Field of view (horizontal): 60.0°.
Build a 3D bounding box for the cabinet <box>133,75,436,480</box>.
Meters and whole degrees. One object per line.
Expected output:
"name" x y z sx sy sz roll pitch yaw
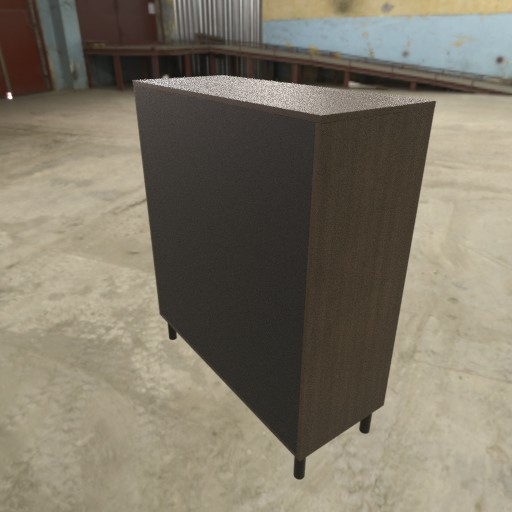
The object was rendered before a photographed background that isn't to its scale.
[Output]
"cabinet" 0.000 0.000 1.648 0.400 1.170 1.010 -18 31 -32
